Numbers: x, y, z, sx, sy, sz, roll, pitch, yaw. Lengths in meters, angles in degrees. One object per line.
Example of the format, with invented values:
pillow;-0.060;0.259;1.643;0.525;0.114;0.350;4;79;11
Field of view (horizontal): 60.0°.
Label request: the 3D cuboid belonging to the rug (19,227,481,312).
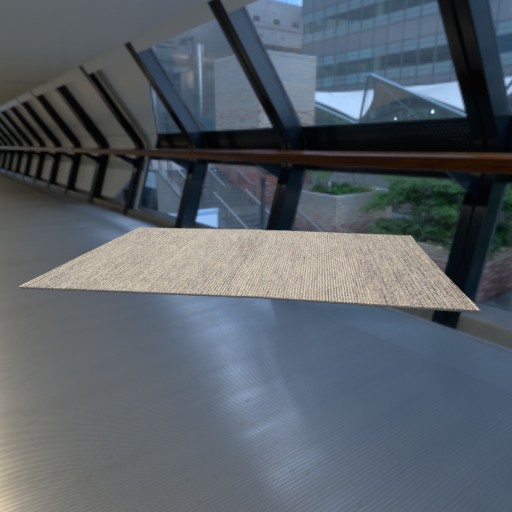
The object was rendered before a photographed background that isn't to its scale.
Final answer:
rug;0.000;0.000;2.942;2.307;0.030;1.604;2;15;8
